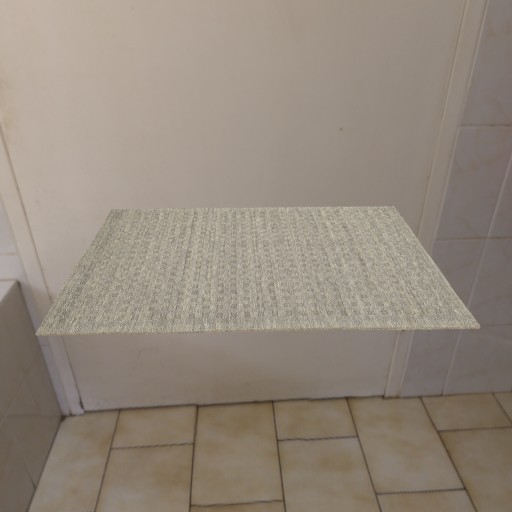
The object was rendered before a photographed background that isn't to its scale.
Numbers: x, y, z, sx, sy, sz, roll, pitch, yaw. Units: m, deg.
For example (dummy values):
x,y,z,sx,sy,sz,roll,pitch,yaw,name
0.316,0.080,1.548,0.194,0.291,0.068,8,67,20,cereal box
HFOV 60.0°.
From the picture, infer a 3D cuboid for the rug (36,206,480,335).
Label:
x,y,z,sx,sy,sz,roll,pitch,yaw,name
0.000,0.000,2.937,2.297,0.018,1.532,-1,30,-1,rug
